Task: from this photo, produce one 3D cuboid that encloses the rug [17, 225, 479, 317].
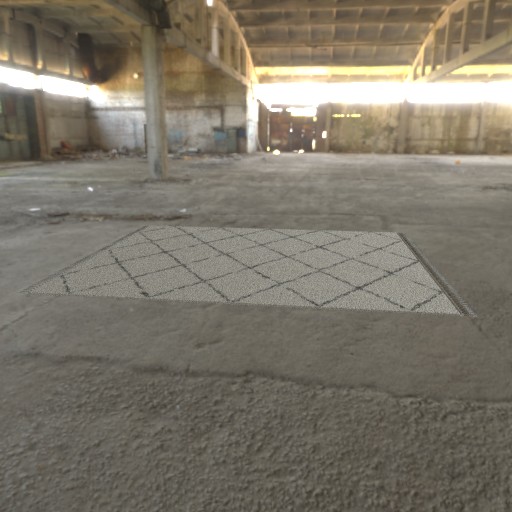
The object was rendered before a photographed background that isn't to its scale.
[{"bbox_3d":[0.000,0.000,4.018,3.051,0.013,2.380,2,15,8],"label":"rug"}]
